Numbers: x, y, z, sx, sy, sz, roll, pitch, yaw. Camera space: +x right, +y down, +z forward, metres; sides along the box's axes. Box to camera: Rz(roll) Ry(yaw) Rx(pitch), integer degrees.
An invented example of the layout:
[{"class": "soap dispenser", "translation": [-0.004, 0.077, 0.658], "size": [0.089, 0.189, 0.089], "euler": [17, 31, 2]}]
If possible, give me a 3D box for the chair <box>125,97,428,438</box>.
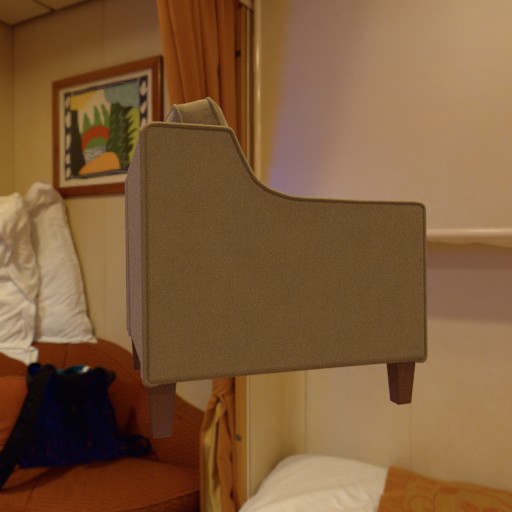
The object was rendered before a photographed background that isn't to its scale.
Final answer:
[{"class": "chair", "translation": [0.000, 0.000, 1.666], "size": [0.909, 0.960, 0.831], "euler": [0, 1, -19]}]
